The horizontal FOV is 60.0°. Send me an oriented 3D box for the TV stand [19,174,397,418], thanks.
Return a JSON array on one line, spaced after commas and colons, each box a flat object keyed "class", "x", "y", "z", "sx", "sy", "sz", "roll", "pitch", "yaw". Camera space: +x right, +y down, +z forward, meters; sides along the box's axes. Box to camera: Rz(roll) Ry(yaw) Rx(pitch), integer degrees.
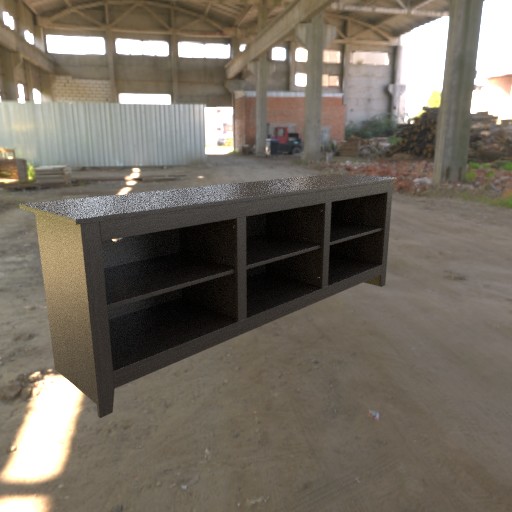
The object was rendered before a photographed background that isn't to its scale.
[{"class": "TV stand", "x": 0.000, "y": 0.000, "z": 1.990, "sx": 0.406, "sy": 0.610, "sz": 1.778, "roll": 14, "pitch": 20, "yaw": 42}]
